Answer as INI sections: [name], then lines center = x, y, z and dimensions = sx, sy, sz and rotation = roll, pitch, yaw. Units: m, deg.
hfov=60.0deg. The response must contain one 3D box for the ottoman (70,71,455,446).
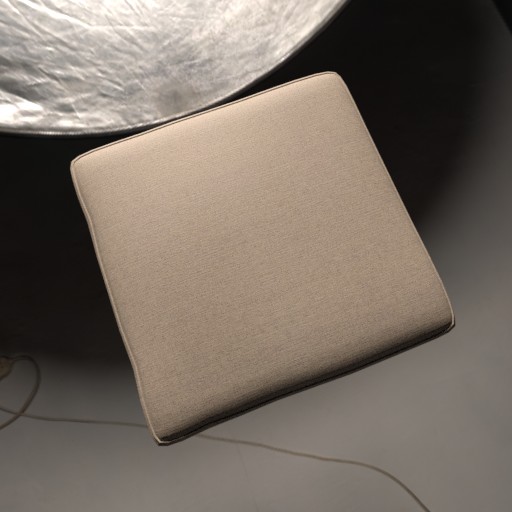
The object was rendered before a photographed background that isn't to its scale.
[ottoman]
center = 0.000, 0.000, 1.363
dimensions = 0.838, 0.481, 0.838
rotation = -20, 78, -5
